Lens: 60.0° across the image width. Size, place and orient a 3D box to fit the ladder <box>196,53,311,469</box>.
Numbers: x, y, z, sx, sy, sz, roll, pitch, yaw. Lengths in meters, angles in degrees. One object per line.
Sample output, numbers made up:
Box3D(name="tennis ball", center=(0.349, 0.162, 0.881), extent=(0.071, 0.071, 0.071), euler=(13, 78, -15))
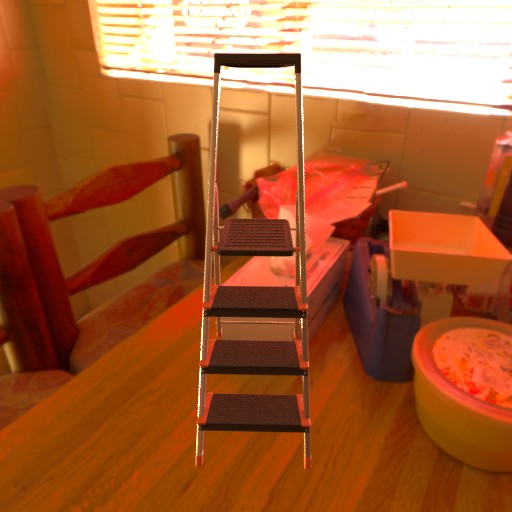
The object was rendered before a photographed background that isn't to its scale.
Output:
Box3D(name="ladder", center=(0.000, 0.000, 1.748), extent=(0.452, 1.429, 0.834), euler=(1, 29, 1))
